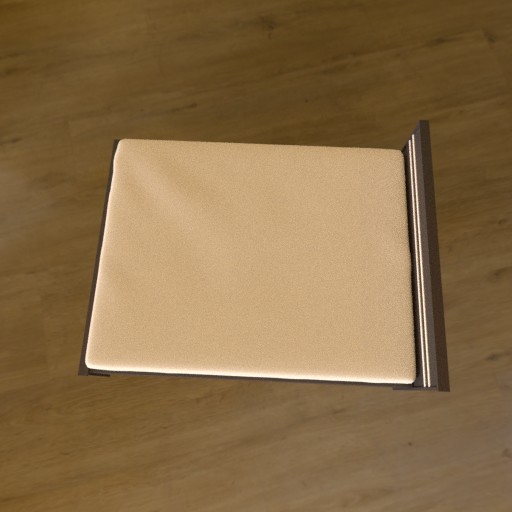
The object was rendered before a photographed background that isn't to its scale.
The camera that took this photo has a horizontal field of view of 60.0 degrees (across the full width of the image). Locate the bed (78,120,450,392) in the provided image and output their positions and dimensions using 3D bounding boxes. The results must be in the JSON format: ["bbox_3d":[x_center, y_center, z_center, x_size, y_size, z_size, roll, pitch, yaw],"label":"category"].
[{"bbox_3d":[0.000,0.000,2.950,2.103,0.808,1.634,2,73,1],"label":"bed"}]
